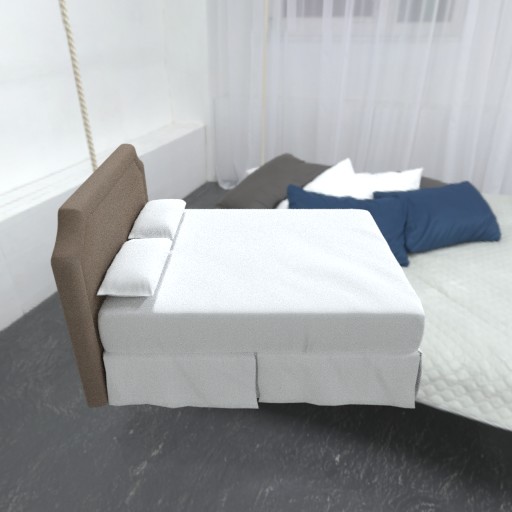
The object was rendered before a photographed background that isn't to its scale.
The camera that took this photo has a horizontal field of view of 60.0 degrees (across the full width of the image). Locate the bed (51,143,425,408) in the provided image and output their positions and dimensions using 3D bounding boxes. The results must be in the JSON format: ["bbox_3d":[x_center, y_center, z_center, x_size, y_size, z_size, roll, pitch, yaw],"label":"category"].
[{"bbox_3d":[0.000,0.000,3.191,2.116,1.290,1.693,0,29,0],"label":"bed"}]
